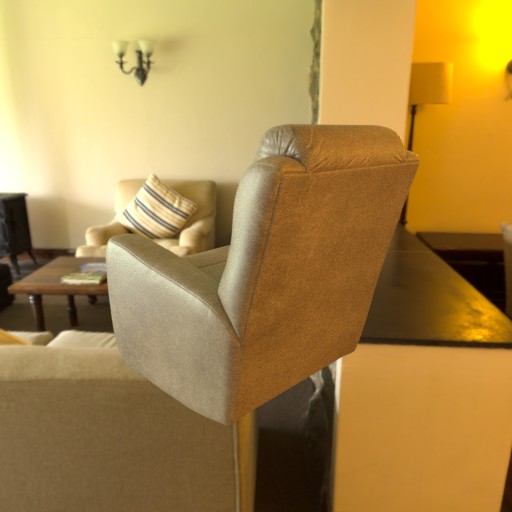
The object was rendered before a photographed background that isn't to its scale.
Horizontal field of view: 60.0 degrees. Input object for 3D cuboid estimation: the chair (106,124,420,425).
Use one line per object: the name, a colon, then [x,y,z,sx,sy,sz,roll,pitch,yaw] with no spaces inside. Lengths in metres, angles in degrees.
chair: [0.000,0.000,1.974,0.967,1.116,1.068,-15,22,-42]
